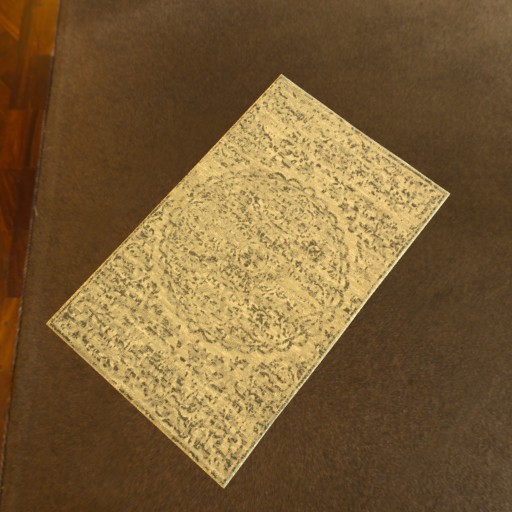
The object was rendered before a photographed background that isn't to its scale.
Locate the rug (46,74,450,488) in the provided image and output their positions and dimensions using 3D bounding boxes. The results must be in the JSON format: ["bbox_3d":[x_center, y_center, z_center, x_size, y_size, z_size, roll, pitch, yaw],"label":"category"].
[{"bbox_3d":[0.000,0.000,3.000,1.527,0.021,2.447,39,78,10],"label":"rug"}]
